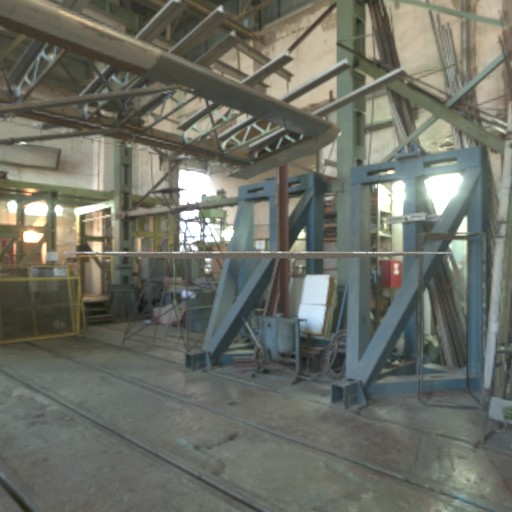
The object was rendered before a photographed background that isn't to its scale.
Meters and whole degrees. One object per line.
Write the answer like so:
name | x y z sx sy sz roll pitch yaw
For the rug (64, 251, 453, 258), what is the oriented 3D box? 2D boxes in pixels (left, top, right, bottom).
rug | 0.000 0.000 2.771 1.524 0.013 2.135 0 -1 -1
